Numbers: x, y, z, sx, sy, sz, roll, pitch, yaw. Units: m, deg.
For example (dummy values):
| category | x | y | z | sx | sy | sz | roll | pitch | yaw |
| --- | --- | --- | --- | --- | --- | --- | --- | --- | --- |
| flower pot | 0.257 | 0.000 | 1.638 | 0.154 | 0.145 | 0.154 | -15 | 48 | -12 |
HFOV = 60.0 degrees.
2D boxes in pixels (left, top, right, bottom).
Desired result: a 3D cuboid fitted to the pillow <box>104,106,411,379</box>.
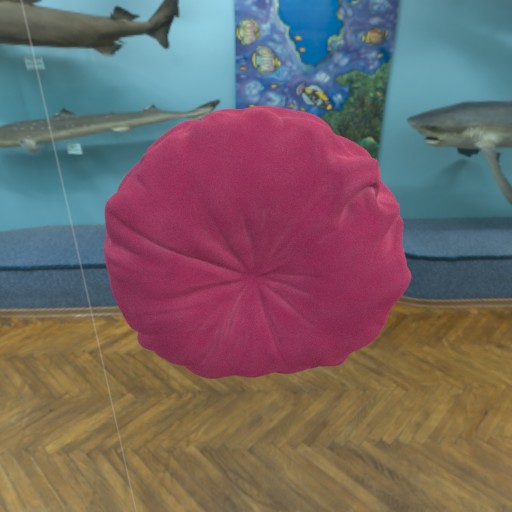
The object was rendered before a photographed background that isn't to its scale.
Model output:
| category | x | y | z | sx | sy | sz | roll | pitch | yaw |
| --- | --- | --- | --- | --- | --- | --- | --- | --- | --- |
| pillow | 0.000 | 0.000 | 0.632 | 0.428 | 0.407 | 0.148 | 0 | 29 | 0 |
